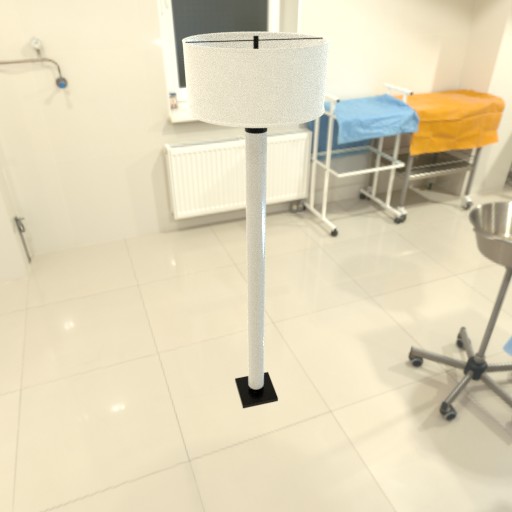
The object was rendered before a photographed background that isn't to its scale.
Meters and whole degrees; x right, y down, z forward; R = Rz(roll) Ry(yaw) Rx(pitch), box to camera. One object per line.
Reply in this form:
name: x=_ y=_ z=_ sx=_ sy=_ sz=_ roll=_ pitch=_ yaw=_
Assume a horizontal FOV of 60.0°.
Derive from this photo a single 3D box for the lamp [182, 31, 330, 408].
lamp: x=0.000 y=0.000 z=1.650 sx=0.420 sy=1.475 sz=0.420 roll=-8 pitch=33 yaw=-12
